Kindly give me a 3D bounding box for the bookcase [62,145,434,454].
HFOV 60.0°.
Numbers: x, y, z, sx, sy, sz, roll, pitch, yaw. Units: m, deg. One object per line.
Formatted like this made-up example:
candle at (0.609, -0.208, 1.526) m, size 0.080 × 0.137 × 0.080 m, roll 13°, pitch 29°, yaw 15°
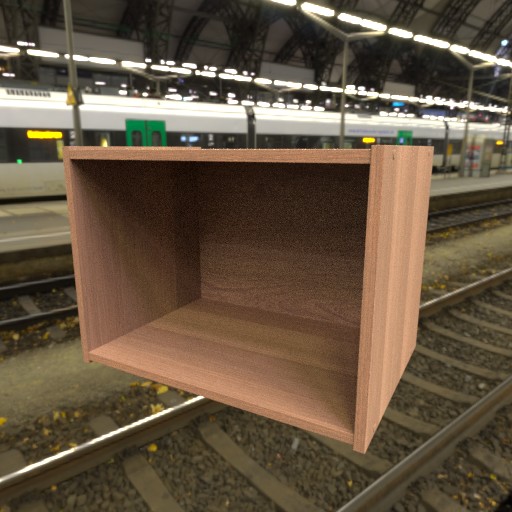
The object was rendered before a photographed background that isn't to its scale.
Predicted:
bookcase at (0.000, 0.000, 0.636) m, size 0.415 × 0.305 × 0.290 m, roll 7°, pitch 15°, yaw 28°
